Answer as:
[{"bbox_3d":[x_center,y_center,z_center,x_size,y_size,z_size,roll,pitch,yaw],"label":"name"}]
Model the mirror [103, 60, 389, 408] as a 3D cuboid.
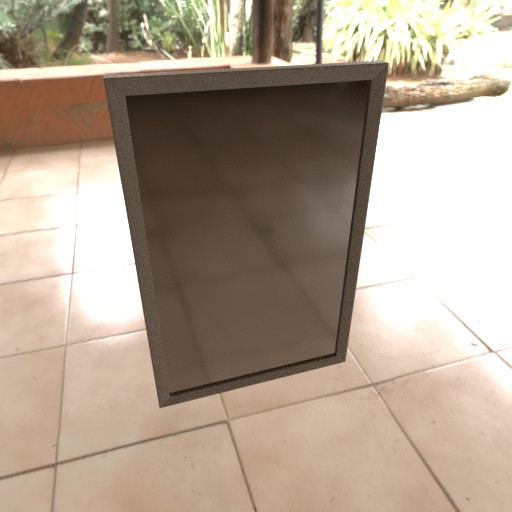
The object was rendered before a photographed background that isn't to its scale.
[{"bbox_3d":[0.000,0.000,1.160,0.609,0.915,0.040,-10,33,-15],"label":"mirror"}]
